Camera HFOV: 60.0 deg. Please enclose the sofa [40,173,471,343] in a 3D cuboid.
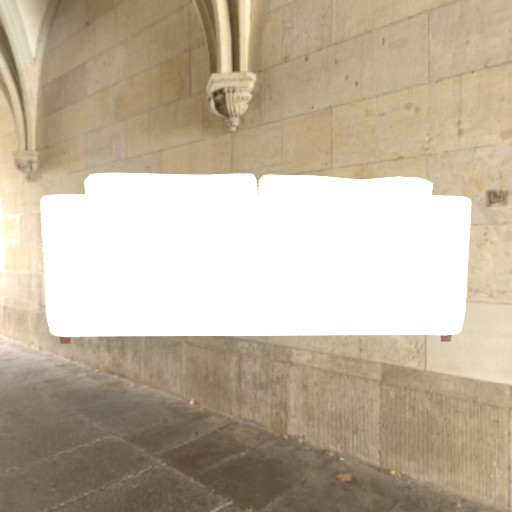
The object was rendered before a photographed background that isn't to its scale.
[{"bbox_3d":[0.000,0.000,3.012,2.470,1.022,1.009,0,0,-1],"label":"sofa"}]
